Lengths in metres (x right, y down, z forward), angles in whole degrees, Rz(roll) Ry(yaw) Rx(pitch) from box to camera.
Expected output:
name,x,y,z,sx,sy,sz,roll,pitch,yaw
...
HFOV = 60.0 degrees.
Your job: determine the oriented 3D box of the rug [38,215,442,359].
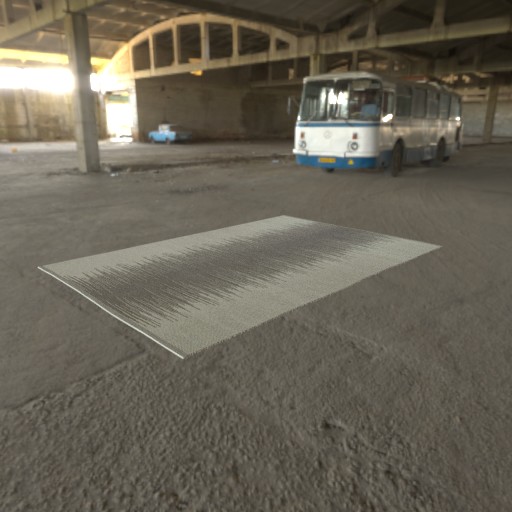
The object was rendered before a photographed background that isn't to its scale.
name,x,y,z,sx,sy,sz,roll,pitch,yaw
rug,0.000,0.000,2.366,1.815,0.007,1.226,-16,23,-42
